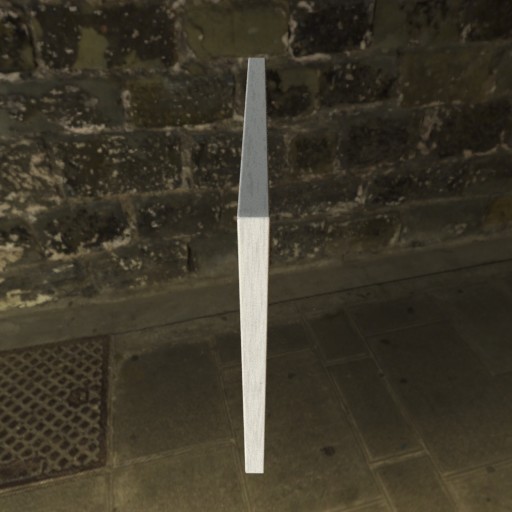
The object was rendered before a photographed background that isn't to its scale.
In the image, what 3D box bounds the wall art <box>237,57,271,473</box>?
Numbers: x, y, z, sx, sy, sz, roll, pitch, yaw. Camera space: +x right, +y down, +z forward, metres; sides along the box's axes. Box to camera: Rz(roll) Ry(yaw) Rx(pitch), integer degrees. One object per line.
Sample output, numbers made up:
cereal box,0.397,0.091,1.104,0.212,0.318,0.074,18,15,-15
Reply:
wall art,0.000,0.000,1.935,0.078,1.288,1.287,0,39,0
